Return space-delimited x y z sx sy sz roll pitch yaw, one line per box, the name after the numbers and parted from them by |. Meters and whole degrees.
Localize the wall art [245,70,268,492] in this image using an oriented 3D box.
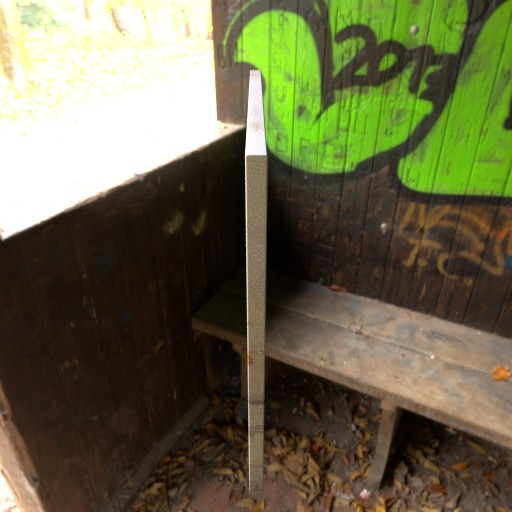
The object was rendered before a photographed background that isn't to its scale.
0.000 0.000 1.484 0.040 1.018 1.015 0 31 0 | wall art
